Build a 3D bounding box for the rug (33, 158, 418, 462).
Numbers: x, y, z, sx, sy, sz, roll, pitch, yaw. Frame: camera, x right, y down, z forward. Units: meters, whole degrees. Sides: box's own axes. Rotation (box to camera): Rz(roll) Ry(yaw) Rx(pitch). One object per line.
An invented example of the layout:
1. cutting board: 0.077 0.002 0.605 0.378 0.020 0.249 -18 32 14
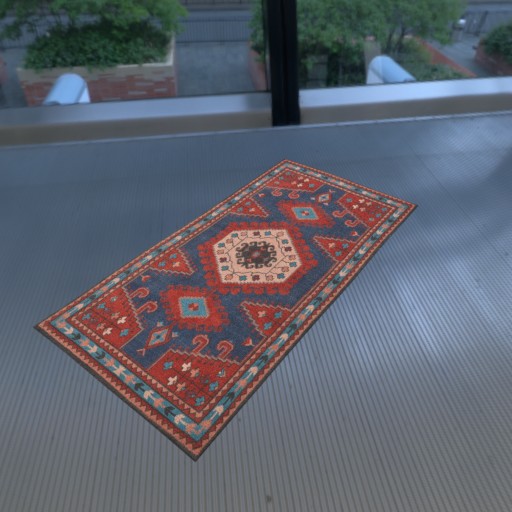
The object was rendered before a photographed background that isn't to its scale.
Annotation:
1. rug: 0.000 0.000 3.590 1.522 0.034 3.032 26 47 28
